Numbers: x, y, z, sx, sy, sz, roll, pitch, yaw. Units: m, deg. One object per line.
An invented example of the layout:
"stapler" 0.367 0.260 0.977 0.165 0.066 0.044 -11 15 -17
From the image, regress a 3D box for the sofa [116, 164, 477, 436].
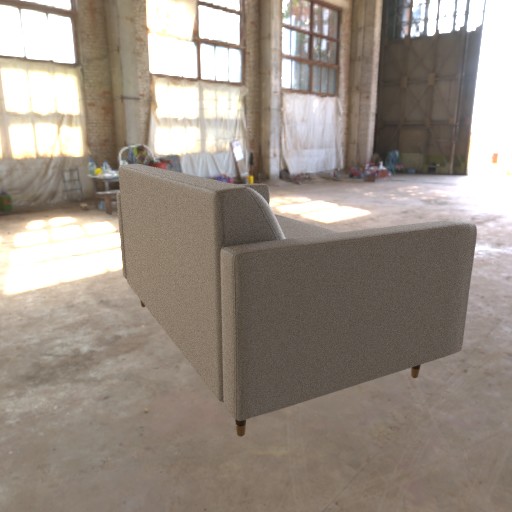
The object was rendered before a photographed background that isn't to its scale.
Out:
"sofa" 0.000 0.000 2.063 0.950 0.801 1.585 -8 17 -27
